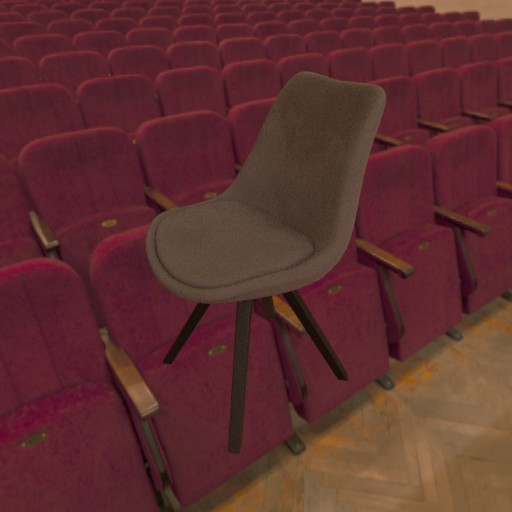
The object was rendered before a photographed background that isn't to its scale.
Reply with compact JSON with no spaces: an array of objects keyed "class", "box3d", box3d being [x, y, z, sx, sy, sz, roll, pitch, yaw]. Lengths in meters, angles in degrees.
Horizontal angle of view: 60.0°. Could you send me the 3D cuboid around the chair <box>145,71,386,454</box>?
[{"class":"chair","box3d":[0.000,0.000,1.189,0.550,0.850,0.476,-21,37,-30]}]
